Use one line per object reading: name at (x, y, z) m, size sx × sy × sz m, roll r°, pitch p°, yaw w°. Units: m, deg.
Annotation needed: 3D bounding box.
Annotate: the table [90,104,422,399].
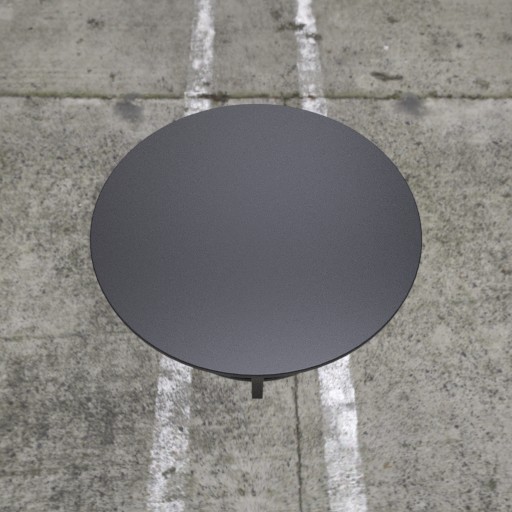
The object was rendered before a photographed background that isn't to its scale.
table at (0.000, 0.000, 1.433) m, size 0.914 × 0.457 × 0.914 m, roll 0°, pitch 58°, yaw 0°
